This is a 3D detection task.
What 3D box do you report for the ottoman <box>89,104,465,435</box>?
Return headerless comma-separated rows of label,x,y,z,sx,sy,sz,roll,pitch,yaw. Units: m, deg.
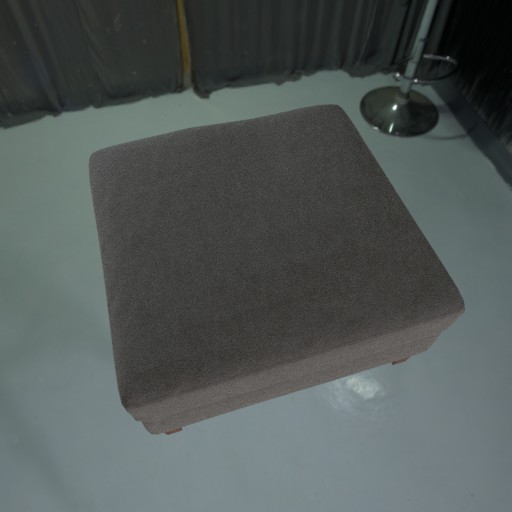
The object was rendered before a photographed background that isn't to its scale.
ottoman,0.000,0.000,1.412,0.881,0.482,0.861,-14,57,-9
